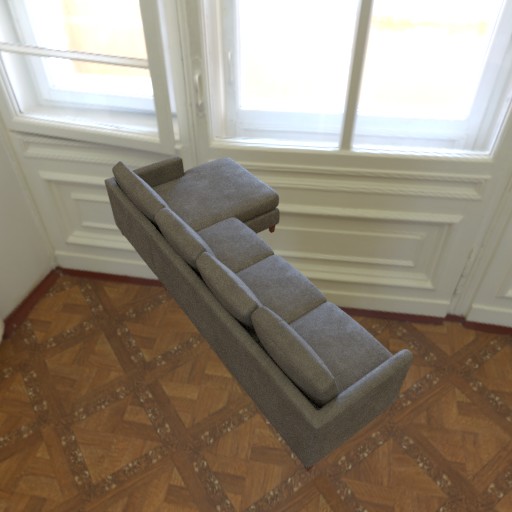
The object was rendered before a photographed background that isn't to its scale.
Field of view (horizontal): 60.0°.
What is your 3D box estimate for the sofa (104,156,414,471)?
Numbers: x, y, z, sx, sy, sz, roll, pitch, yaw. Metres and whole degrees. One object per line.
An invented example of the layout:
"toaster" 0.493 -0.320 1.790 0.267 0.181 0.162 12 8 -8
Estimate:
"sofa" 0.000 0.000 4.231 1.604 0.950 3.471 -26 48 -26
